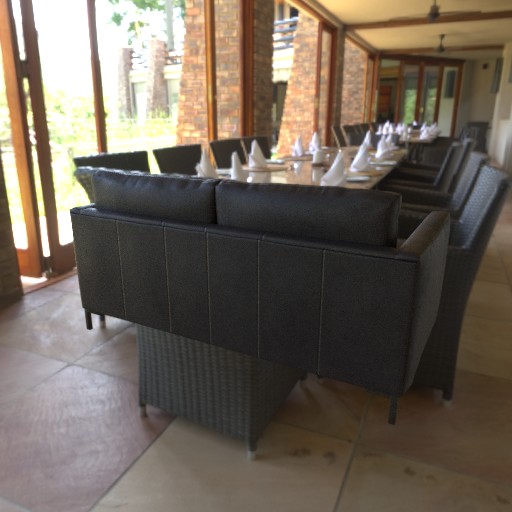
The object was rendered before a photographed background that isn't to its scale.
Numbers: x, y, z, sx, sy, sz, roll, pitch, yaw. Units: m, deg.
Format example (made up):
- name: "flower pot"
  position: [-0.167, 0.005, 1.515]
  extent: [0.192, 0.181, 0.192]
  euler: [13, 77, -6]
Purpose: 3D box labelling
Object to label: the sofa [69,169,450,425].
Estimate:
- name: "sofa"
  position: [0.000, 0.000, 2.330]
  extent: [1.805, 0.883, 0.947]
  euler: [8, 19, 25]
